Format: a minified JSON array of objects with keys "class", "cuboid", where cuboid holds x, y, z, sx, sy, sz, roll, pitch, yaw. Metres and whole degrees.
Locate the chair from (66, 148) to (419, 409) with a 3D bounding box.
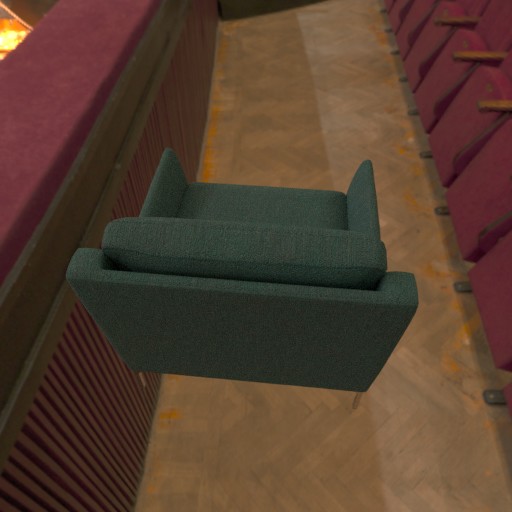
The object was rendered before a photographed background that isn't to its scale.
[{"class":"chair","cuboid":[0.000,0.000,1.534,0.847,0.828,0.849,4,47,4]}]
